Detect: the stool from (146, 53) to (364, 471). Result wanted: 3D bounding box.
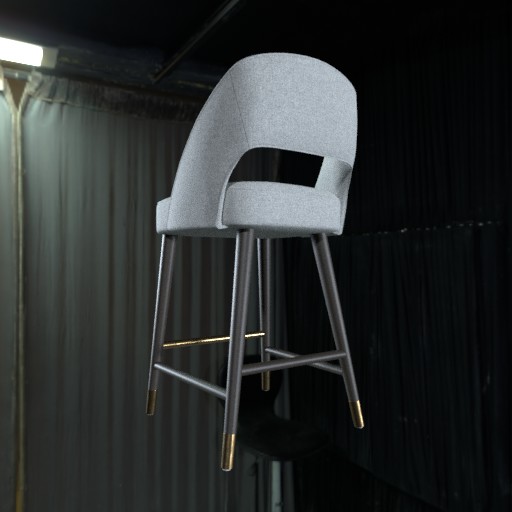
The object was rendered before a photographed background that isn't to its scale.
[{"bbox_3d":[0.000,0.000,1.255,0.494,0.940,0.509,1,-1,-35],"label":"stool"}]
